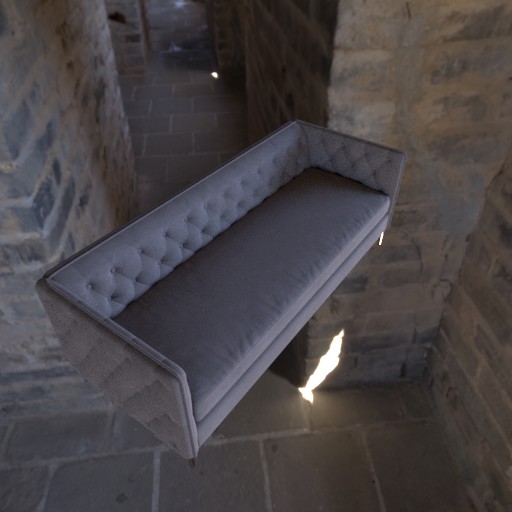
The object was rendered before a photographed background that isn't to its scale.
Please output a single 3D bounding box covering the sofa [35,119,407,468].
[{"bbox_3d":[0.000,0.000,2.663,0.895,0.771,2.209,26,47,27],"label":"sofa"}]
